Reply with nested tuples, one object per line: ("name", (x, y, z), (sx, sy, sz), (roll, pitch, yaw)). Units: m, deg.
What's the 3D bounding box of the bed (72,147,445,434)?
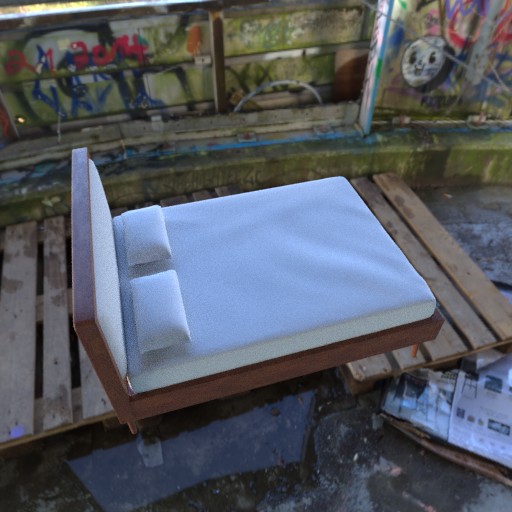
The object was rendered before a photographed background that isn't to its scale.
("bed", (0.000, 0.000, 3.199), (2.196, 1.275, 1.587), (-12, 46, -12))
